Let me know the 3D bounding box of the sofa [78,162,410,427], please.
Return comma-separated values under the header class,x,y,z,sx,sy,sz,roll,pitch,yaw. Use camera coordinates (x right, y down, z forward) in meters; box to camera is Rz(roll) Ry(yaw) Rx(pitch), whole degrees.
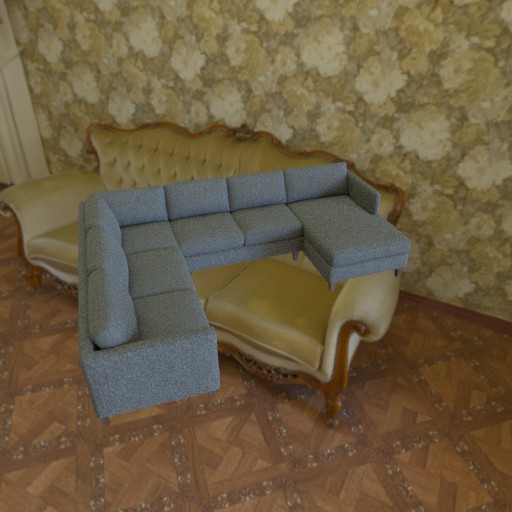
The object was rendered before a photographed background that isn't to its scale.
class,x,y,z,sx,sy,sz,roll,pitch,yaw
sofa,0.000,0.000,4.380,3.238,0.853,2.551,-10,34,-16
